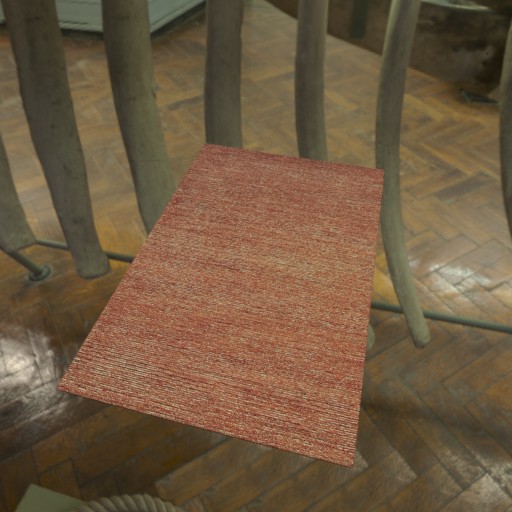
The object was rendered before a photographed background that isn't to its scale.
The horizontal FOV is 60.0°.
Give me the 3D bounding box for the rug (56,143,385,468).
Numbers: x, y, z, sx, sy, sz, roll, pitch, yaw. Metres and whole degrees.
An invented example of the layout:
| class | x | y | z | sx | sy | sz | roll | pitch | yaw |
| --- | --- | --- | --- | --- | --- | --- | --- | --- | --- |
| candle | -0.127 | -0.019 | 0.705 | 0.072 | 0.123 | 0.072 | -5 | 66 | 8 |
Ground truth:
| class | x | y | z | sx | sy | sz | roll | pitch | yaw |
| --- | --- | --- | --- | --- | --- | --- | --- | --- | --- |
| rug | 0.000 | 0.000 | 2.179 | 1.139 | 0.011 | 1.747 | 11 | 48 | 10 |
